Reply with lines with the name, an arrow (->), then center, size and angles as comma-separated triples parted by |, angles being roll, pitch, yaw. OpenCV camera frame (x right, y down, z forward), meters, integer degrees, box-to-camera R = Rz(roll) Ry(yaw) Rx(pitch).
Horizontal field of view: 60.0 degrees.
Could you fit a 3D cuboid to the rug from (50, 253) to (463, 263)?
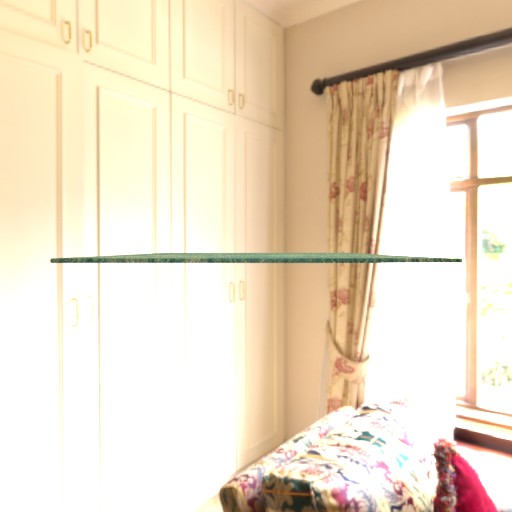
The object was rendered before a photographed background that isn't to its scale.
rug -> 0.000, 0.000, 4.183 | 2.405, 0.027, 3.217 | 0, 1, 0
